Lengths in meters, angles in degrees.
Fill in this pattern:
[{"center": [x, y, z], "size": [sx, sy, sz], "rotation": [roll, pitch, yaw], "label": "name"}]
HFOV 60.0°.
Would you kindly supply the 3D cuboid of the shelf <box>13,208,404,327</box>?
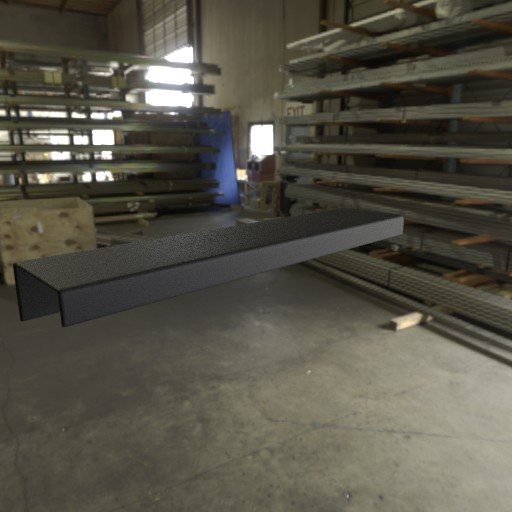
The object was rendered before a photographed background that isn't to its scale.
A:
[{"center": [0.000, 0.000, 0.486], "size": [0.456, 0.053, 0.102], "rotation": [-13, 19, -42], "label": "shelf"}]
